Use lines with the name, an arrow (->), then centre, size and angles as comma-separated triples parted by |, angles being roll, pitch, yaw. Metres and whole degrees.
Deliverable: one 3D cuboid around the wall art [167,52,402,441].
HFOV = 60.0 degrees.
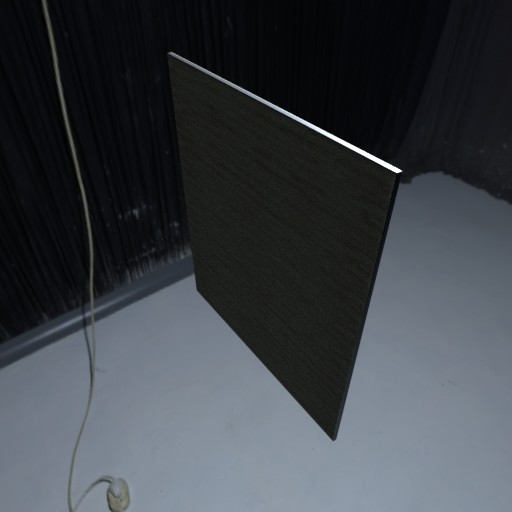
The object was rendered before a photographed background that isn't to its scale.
wall art -> 0.000, 0.000, 0.773 | 0.009, 0.559, 0.483 | -26, 47, -27
